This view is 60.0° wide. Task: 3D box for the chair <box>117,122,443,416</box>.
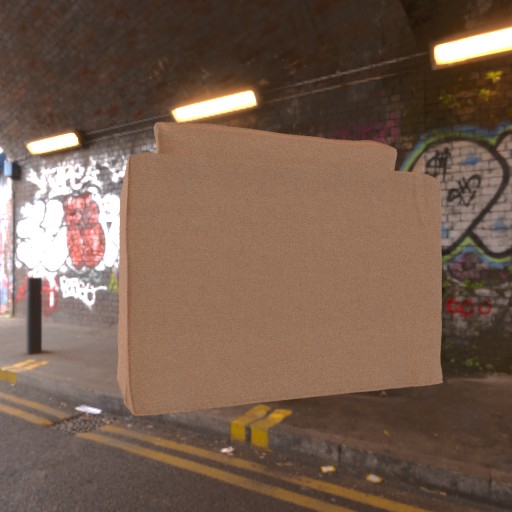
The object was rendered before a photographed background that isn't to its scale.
[{"bbox_3d":[0.000,0.000,1.767,1.057,0.867,0.949,0,-1,-19],"label":"chair"}]
